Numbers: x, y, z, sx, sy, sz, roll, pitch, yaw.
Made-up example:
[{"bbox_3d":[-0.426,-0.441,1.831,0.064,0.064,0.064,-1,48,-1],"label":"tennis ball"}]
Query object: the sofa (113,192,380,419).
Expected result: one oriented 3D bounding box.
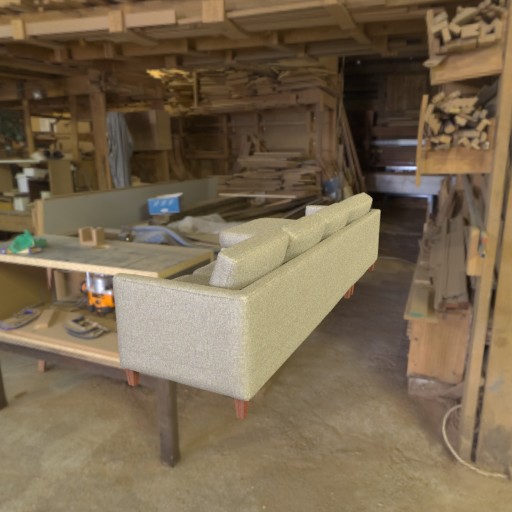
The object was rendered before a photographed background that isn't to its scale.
[{"bbox_3d":[0.000,0.000,3.839,1.502,0.876,3.201,7,16,26],"label":"sofa"}]
